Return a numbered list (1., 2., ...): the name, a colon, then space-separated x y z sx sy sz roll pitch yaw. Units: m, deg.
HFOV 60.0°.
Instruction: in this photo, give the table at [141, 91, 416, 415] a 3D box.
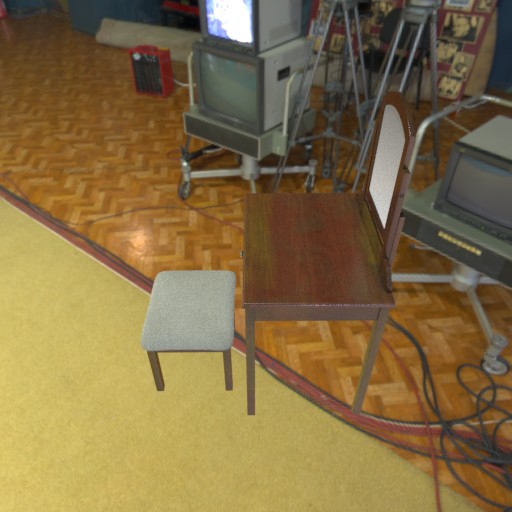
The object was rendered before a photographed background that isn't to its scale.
1. table: 0.000 0.000 2.253 1.211 1.631 0.876 0 40 0
